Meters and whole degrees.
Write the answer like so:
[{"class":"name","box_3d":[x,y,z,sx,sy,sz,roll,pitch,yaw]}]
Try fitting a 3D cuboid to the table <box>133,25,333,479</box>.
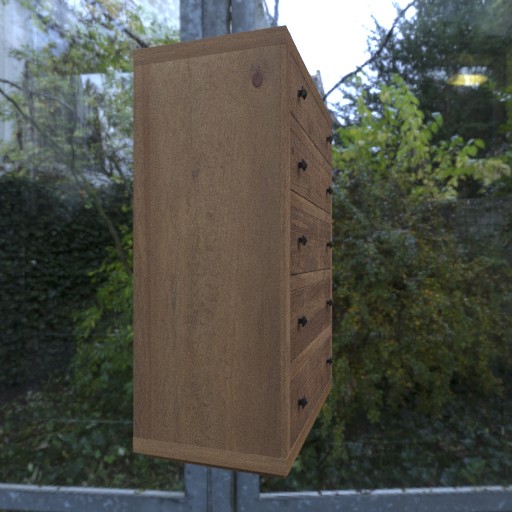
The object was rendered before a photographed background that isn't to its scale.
[{"class":"table","box_3d":[0.000,0.000,1.741,0.524,1.294,0.901,0,0,18]}]
